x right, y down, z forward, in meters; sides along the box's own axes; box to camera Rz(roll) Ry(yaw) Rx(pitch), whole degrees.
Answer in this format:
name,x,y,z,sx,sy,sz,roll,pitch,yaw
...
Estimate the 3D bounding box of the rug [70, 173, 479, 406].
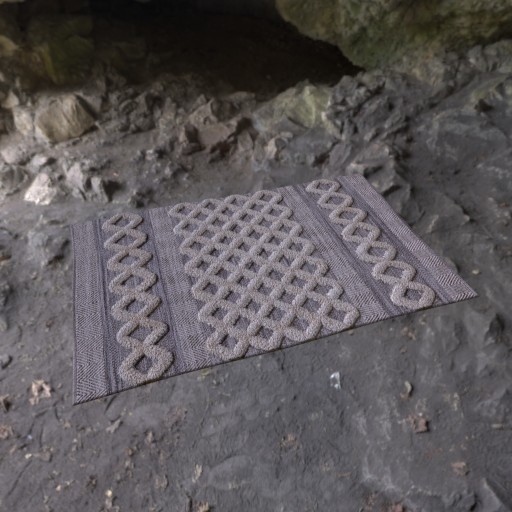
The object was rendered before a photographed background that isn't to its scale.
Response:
name,x,y,z,sx,sy,sz,roll,pitch,yaw
rug,0.000,0.000,2.925,2.333,0.033,1.513,-12,43,-13
